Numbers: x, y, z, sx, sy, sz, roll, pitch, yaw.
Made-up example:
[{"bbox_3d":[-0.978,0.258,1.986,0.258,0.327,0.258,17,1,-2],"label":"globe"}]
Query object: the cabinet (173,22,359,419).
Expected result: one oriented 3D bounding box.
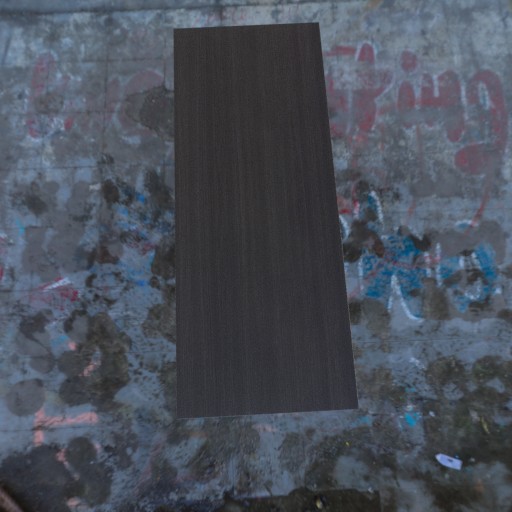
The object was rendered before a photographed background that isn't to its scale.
[{"bbox_3d":[0.000,0.000,1.658,0.400,1.170,1.010,-3,76,-1],"label":"cabinet"}]
